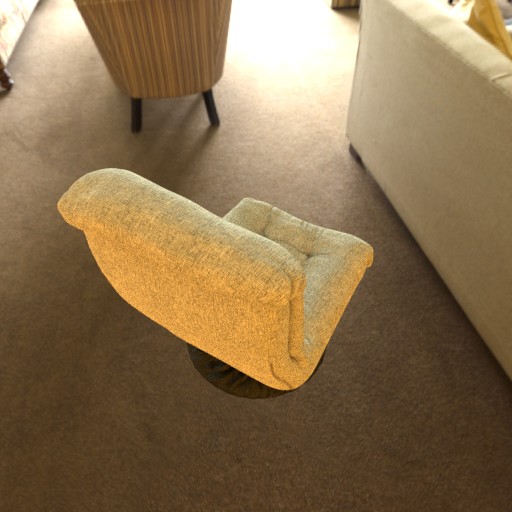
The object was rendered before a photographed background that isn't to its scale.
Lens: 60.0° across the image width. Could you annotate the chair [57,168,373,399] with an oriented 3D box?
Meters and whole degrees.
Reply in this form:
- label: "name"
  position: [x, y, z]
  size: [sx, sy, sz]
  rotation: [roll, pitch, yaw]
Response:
- label: "chair"
  position: [0.000, 0.000, 0.960]
  size: [0.400, 0.600, 0.583]
  rotation: [23, 51, 20]
